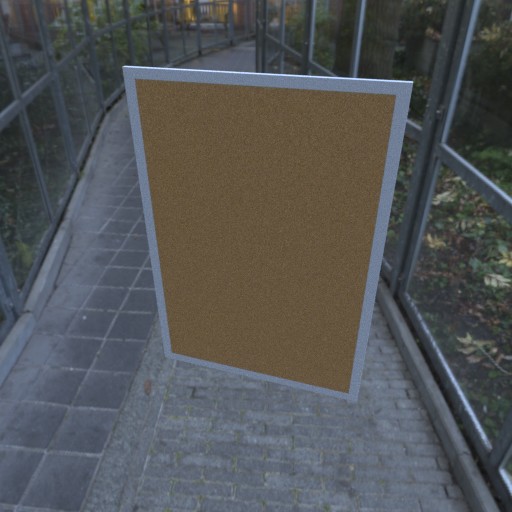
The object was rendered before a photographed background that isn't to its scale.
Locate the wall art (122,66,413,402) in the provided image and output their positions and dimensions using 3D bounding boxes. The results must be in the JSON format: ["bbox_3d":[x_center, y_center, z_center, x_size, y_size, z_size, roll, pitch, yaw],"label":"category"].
[{"bbox_3d":[0.000,0.000,1.218,0.659,0.940,0.013,9,33,15],"label":"wall art"}]
